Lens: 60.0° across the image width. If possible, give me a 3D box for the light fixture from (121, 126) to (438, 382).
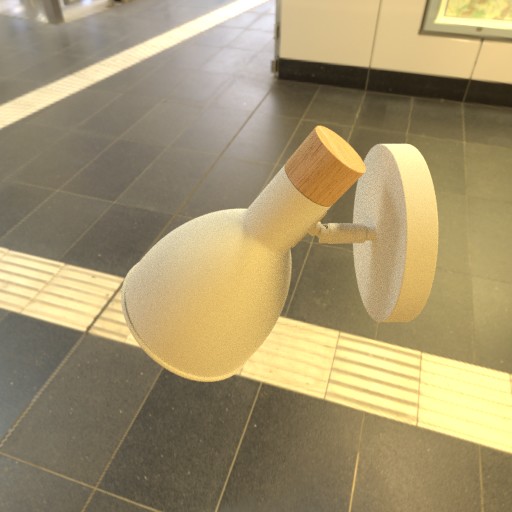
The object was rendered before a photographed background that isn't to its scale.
[{"bbox_3d":[0.000,0.000,0.330,0.209,0.199,0.127,-1,42,-1],"label":"light fixture"}]
